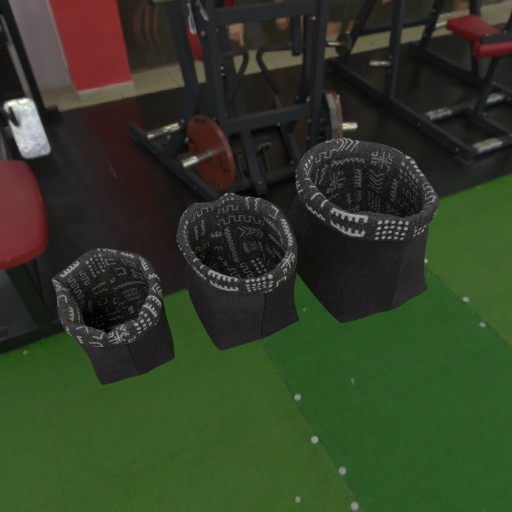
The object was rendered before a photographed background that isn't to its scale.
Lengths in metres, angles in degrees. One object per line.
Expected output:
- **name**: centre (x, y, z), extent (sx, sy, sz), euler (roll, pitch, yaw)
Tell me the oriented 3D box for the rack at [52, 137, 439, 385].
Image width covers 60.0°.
- **rack**: centre (0.000, 0.000, 1.075), extent (0.905, 0.323, 0.379), euler (-18, 48, -17)
